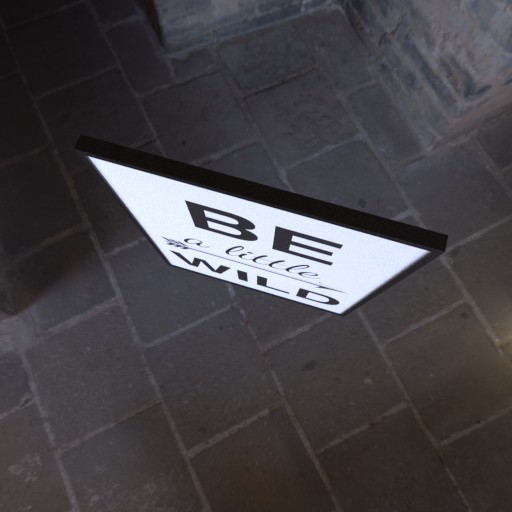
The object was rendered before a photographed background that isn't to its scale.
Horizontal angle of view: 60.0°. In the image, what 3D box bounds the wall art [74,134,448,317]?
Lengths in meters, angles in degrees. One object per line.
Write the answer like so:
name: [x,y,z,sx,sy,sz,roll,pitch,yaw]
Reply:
wall art: [0.000,0.000,1.440,0.806,1.062,0.038,16,76,4]
